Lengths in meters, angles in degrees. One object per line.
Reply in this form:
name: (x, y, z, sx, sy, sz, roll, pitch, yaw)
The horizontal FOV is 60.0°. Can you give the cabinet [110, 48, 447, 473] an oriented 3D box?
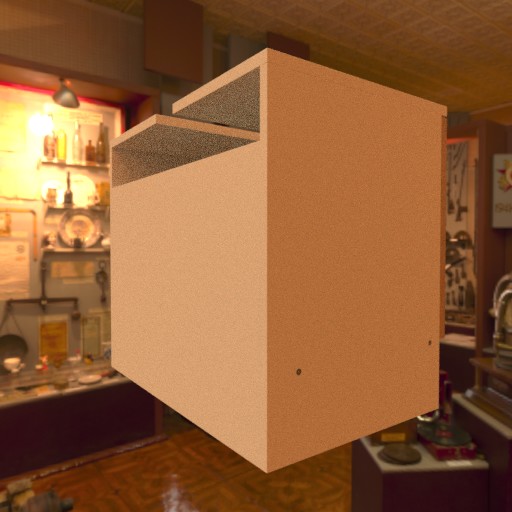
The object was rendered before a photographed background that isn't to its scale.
cabinet: (0.000, 0.000, 0.903, 0.400, 0.522, 0.600, -1, 2, -36)
